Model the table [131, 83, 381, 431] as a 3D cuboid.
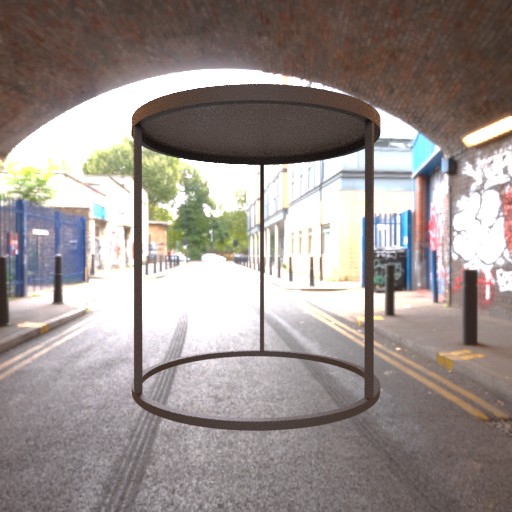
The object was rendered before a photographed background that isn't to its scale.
[{"bbox_3d":[0.000,0.000,0.869,0.470,0.498,0.470,0,0,0],"label":"table"}]
